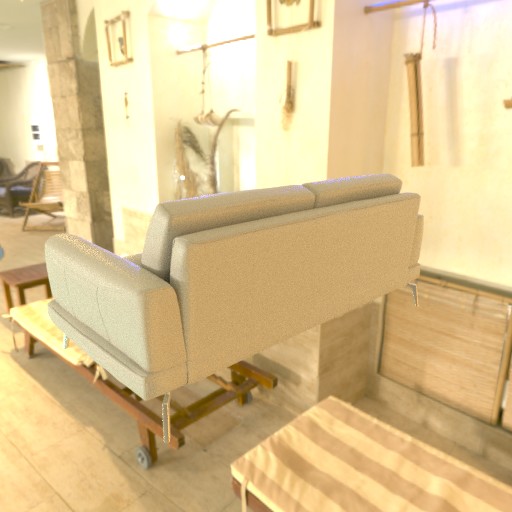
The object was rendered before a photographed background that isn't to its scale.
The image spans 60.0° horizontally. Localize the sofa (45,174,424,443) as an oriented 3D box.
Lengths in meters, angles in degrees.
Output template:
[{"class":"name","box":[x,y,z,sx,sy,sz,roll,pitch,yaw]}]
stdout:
[{"class":"sofa","box":[0.000,0.000,2.670,2.177,0.930,1.121,-15,22,-41]}]
